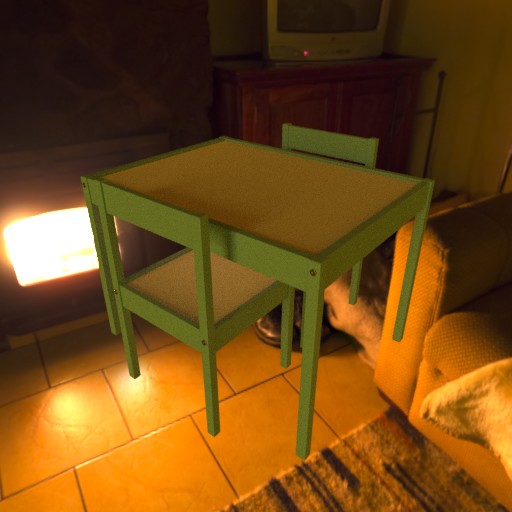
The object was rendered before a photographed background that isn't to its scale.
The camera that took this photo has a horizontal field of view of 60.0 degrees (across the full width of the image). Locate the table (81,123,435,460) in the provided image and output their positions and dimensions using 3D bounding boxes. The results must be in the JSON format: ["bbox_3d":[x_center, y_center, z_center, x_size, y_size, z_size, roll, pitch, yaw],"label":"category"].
[{"bbox_3d":[0.000,0.000,1.098,0.639,0.503,0.633,21,35,33],"label":"table"}]
